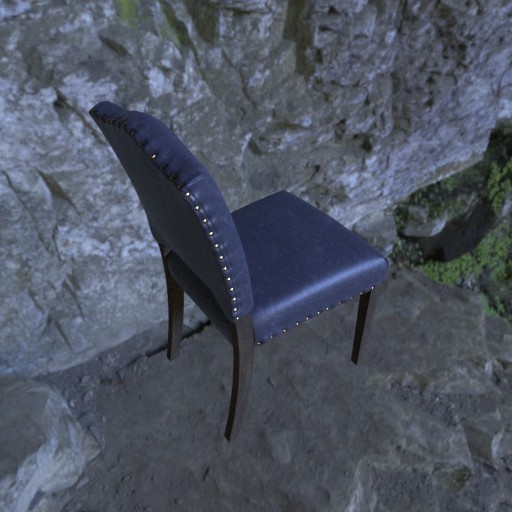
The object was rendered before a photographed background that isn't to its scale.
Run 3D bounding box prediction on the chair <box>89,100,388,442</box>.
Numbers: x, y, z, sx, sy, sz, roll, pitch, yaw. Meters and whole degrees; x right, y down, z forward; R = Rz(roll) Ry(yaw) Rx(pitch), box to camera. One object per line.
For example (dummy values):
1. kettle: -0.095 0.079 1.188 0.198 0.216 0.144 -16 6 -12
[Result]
1. chair: 0.000 0.000 1.307 0.633 0.991 0.500 -26 47 -27
